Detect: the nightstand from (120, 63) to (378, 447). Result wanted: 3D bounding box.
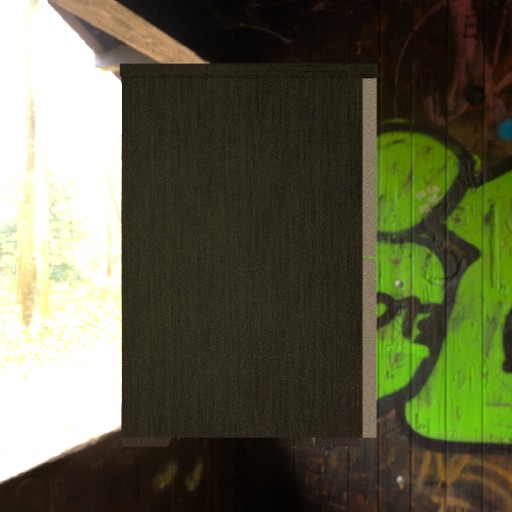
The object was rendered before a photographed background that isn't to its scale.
[{"bbox_3d":[0.000,0.000,0.750,0.325,0.460,0.441,0,0,0],"label":"nightstand"}]
